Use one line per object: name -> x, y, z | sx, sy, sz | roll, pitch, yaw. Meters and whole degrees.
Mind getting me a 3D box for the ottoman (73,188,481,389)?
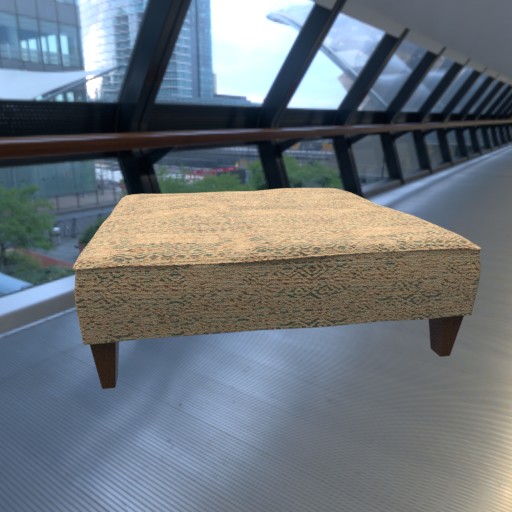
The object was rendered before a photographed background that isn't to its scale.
ottoman -> 0.000, 0.000, 1.514 | 0.968, 0.356, 1.004 | -3, 16, -10
